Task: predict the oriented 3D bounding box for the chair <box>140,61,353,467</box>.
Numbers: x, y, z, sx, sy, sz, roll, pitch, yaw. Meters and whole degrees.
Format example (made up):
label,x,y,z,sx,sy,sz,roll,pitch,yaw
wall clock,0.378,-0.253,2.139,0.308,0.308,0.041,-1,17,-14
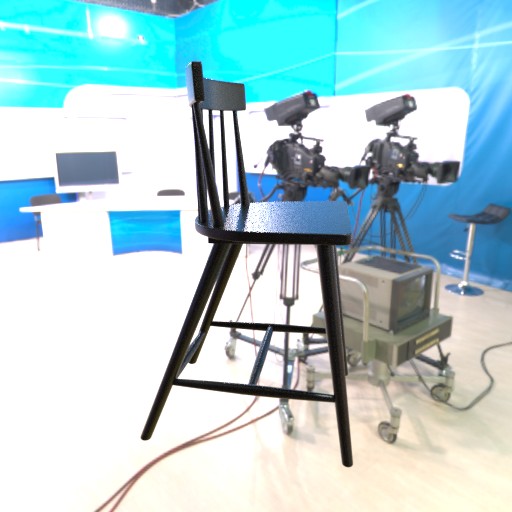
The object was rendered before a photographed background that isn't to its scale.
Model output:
label,x,y,z,sx,sy,sz,roll,pitch,yaw
chair,0.000,0.000,1.243,0.572,0.952,0.483,3,16,9
